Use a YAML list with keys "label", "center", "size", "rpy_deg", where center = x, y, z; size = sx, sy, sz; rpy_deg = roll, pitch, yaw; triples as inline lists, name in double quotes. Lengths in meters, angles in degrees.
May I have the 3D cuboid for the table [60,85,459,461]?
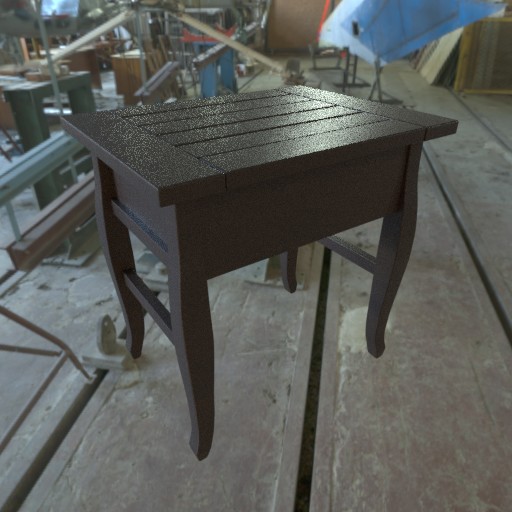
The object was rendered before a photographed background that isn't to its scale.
- label: "table"
  center: [0.000, 0.000, 0.990]
  size: [0.602, 0.605, 0.460]
  rpy_deg: [-19, 35, -29]
